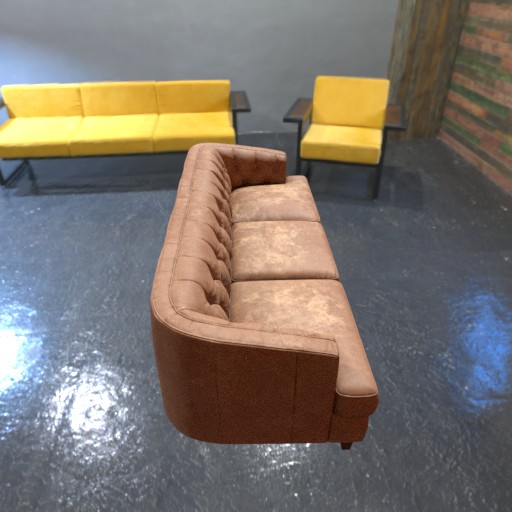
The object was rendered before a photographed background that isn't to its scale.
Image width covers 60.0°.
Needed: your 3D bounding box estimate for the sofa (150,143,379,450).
[{"bbox_3d":[0.000,0.000,2.705,0.922,0.791,2.257,-1,33,-2],"label":"sofa"}]
